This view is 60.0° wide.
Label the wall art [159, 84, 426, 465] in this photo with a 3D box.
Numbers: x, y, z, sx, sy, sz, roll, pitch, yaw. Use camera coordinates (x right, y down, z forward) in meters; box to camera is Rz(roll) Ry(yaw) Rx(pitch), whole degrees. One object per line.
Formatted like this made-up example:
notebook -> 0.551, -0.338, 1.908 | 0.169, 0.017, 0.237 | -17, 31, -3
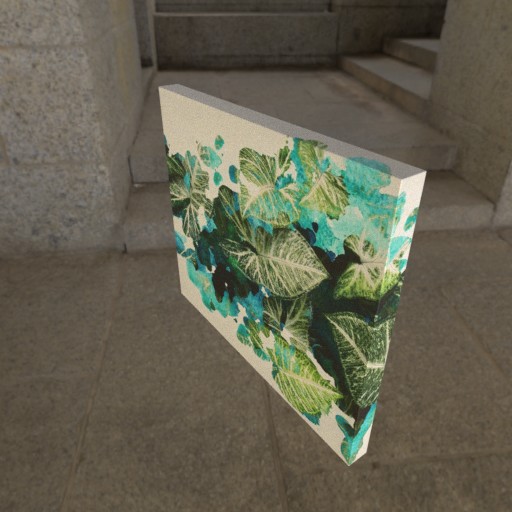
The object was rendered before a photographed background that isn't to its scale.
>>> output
wall art -> 0.000, 0.000, 0.701 | 0.041, 0.435, 0.507 | -21, 38, -30
